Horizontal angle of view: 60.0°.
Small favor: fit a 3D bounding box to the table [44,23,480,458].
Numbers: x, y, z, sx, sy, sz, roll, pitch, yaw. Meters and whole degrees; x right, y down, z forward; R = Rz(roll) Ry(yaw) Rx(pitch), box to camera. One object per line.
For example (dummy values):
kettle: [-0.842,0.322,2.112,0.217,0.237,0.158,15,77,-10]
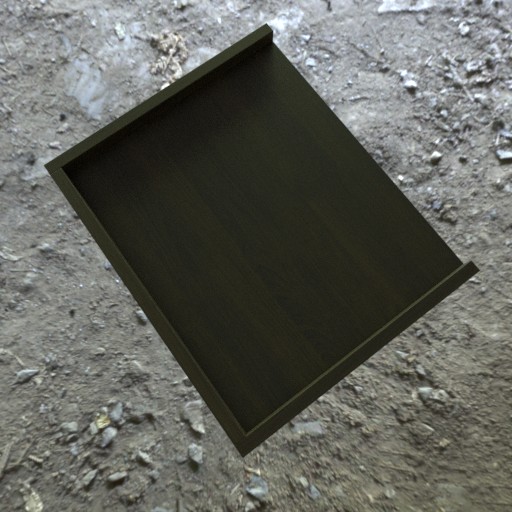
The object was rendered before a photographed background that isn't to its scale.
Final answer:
table: [0.000,0.000,0.803,0.370,0.470,0.450,-36,80,-7]
